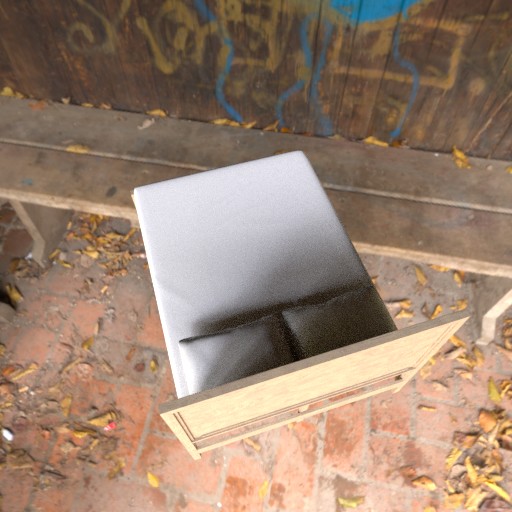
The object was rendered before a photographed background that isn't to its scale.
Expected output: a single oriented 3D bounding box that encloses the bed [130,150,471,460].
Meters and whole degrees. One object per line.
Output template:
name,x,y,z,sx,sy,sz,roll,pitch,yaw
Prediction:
bed,0.000,0.000,3.269,1.606,1.369,2.189,-15,59,-9
